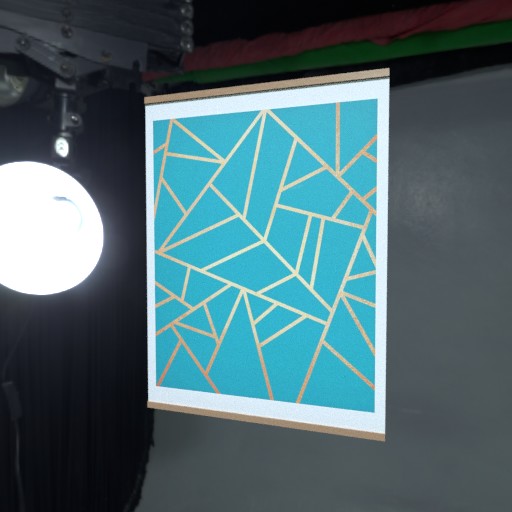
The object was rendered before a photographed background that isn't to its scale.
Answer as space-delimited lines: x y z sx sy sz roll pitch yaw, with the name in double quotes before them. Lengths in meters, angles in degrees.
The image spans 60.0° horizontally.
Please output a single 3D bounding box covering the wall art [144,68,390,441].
"wall art" 0.000 0.000 1.336 0.758 1.016 0.013 1 2 19
